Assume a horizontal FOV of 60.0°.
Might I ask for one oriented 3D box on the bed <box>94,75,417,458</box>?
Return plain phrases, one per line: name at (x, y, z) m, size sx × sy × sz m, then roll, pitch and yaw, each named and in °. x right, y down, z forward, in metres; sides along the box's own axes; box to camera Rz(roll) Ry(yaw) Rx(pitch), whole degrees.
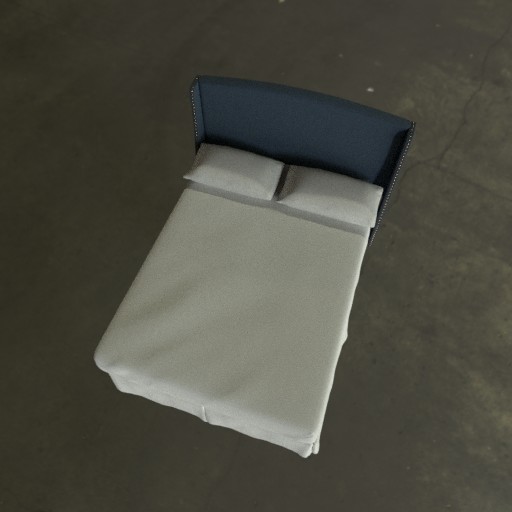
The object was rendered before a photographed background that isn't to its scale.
bed at (0.000, 0.000, 3.315) m, size 1.710 × 1.407 × 2.237 m, roll 16°, pitch 59°, yaw 10°
